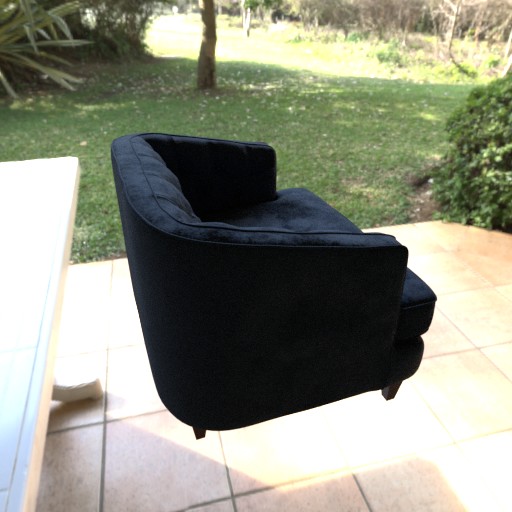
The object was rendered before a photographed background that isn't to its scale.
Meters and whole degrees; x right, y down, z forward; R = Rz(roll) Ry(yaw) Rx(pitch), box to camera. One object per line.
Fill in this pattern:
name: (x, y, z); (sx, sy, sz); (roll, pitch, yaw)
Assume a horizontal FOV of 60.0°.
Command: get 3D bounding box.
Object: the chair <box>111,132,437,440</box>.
chair: (0.000, 0.000, 1.725); (0.940, 0.852, 1.094); (-11, 32, -17)
